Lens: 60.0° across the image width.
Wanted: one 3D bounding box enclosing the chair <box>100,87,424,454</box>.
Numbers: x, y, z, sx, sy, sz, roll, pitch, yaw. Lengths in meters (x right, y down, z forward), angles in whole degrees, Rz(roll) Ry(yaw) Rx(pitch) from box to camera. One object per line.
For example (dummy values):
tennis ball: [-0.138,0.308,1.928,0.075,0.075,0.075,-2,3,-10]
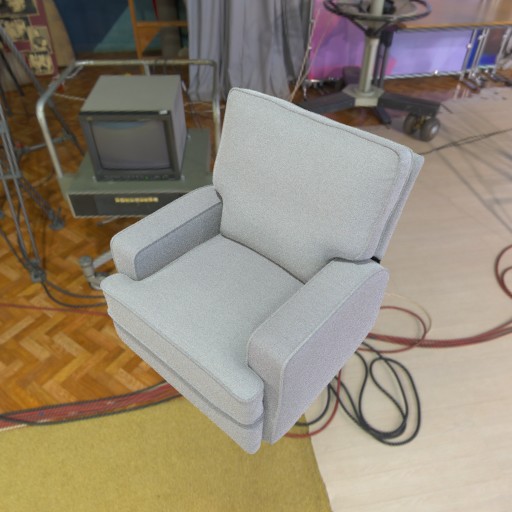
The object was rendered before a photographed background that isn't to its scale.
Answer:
chair: [0.000,0.000,1.706,0.861,0.964,0.969,31,51,28]
